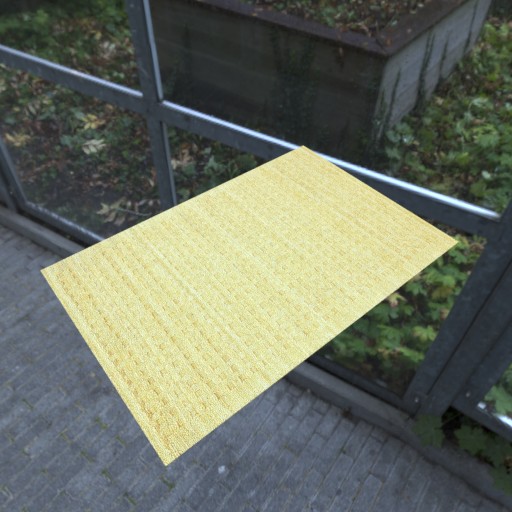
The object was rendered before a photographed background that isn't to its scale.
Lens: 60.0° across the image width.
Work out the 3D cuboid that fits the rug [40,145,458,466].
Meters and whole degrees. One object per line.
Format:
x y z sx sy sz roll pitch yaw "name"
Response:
0.000 0.000 2.902 2.286 0.006 1.524 -30 53 -26 "rug"
